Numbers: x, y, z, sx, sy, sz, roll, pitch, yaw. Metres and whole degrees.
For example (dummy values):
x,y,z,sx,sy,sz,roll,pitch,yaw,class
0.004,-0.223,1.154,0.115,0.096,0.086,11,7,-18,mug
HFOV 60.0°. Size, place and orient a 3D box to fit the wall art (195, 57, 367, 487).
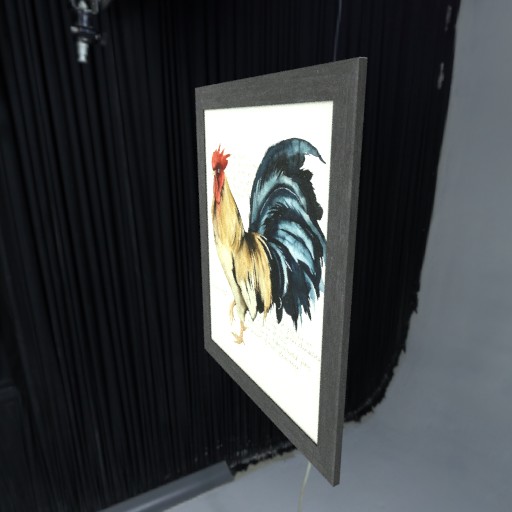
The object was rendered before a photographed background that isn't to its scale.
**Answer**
x,y,z,sx,sy,sz,roll,pitch,yaw,class
0.000,0.000,0.759,0.013,0.570,0.476,-9,19,-28,wall art
